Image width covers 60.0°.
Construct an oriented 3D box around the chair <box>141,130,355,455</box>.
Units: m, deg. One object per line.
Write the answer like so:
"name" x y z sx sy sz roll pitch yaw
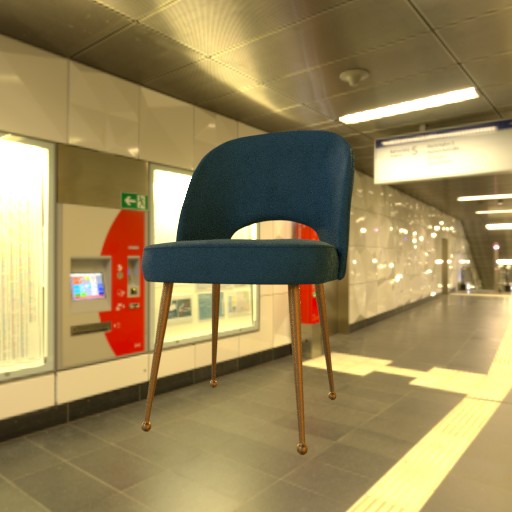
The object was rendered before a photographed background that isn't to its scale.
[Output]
"chair" 0.000 0.000 1.258 0.527 0.860 0.577 0 0 19
